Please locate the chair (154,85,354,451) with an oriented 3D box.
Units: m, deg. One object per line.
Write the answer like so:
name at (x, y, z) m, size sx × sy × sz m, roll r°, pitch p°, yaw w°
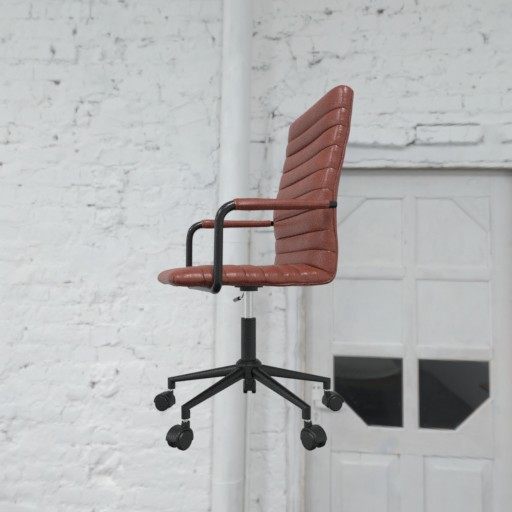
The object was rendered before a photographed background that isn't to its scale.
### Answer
chair at (0.000, 0.000, 1.362) m, size 0.580 × 0.979 × 0.608 m, roll 1°, pitch -2°, yaw -17°
